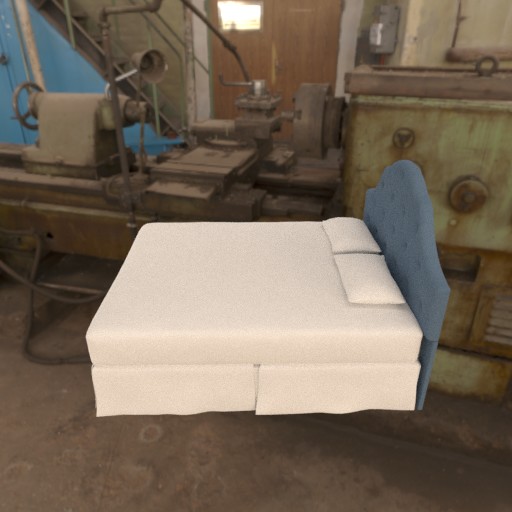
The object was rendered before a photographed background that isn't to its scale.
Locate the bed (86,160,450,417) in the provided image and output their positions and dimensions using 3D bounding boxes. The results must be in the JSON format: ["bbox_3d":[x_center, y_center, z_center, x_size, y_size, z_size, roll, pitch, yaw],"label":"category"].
[{"bbox_3d":[0.000,0.000,3.810,2.477,1.617,2.039,0,28,-1],"label":"bed"}]
